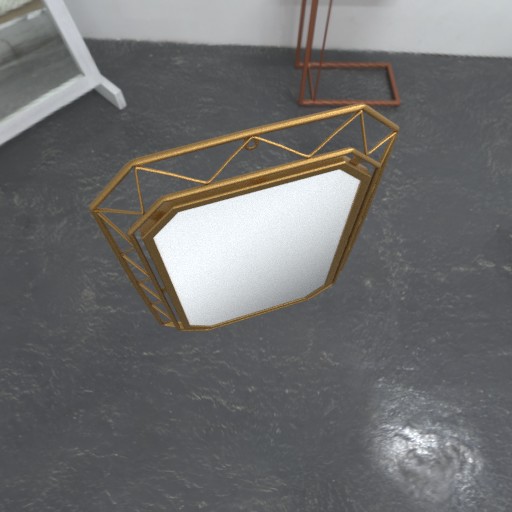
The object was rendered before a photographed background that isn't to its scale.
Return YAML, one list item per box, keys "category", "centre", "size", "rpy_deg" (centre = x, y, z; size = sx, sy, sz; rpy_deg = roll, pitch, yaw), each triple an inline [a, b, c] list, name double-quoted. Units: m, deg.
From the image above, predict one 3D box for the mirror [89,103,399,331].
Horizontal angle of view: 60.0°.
- category: "mirror"
  centre: [0.000, 0.000, 0.744]
  size: [0.417, 0.566, 0.042]
  rpy_deg: [-16, 64, -8]
